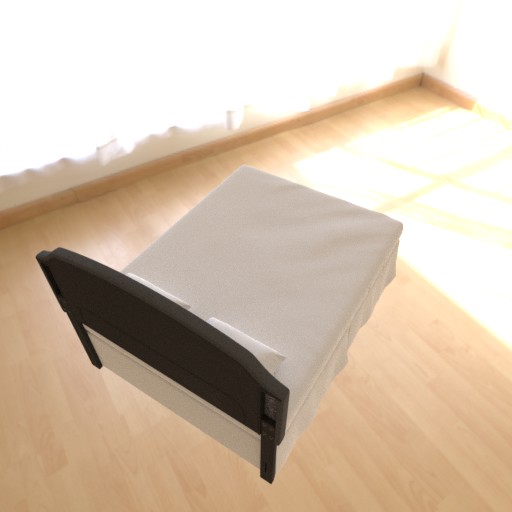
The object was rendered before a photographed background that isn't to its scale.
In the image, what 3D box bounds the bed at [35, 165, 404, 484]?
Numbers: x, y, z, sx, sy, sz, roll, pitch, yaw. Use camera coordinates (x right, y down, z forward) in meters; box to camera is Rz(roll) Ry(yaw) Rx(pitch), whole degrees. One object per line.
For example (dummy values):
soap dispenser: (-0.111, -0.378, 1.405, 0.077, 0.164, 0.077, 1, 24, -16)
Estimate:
bed: (0.000, 0.000, 2.969, 1.558, 1.270, 1.999, 24, 50, 22)
